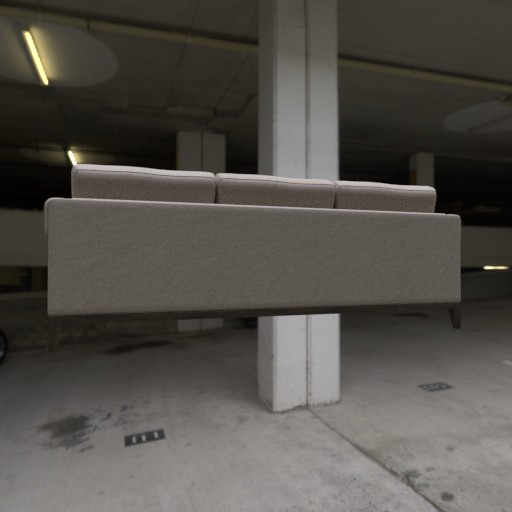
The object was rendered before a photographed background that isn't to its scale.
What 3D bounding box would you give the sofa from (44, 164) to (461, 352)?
[{"bbox_3d":[0.000,0.000,2.671,2.210,0.838,0.959,0,-1,-18],"label":"sofa"}]
